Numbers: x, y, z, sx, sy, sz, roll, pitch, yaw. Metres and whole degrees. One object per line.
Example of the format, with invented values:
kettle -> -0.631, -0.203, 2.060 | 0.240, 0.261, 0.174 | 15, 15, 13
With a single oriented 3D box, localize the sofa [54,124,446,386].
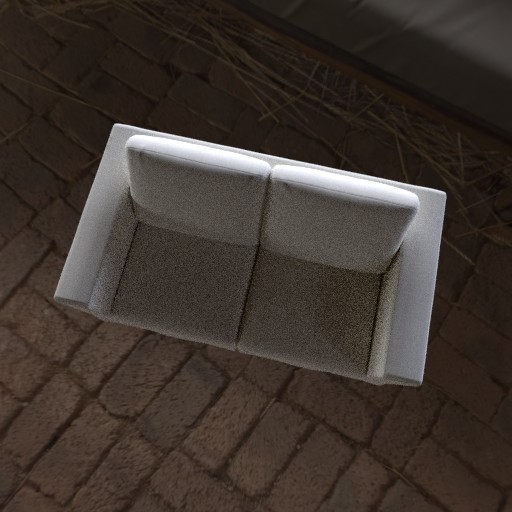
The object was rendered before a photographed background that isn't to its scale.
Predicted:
sofa -> 0.000, 0.000, 2.407 | 1.813, 0.932, 1.009 | 13, 76, 3
